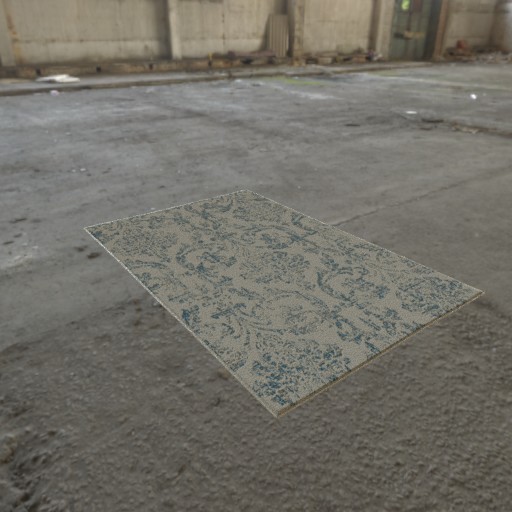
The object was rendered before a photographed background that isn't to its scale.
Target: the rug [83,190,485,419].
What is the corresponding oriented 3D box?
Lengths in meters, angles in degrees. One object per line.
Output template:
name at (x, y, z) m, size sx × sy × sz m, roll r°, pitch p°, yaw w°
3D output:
rug at (0.000, 0.000, 2.326) m, size 1.213 × 0.012 × 1.831 m, roll -19°, pitch 32°, yaw -32°
